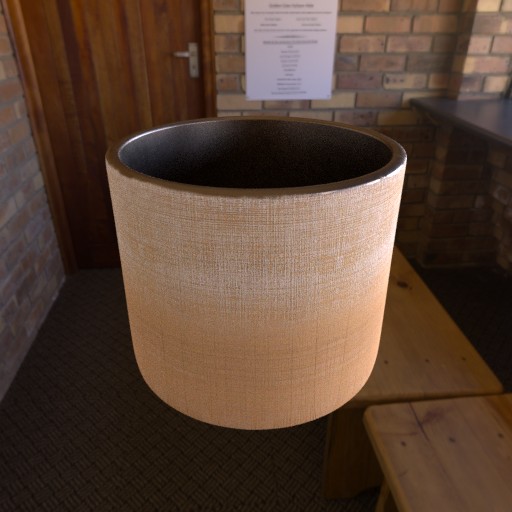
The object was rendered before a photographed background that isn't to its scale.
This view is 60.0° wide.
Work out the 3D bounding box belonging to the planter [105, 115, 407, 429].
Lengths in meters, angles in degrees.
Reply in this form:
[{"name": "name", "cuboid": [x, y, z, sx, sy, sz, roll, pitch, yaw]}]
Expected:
[{"name": "planter", "cuboid": [0.000, 0.000, 0.433, 0.254, 0.221, 0.254, 0, 28, 0]}]
